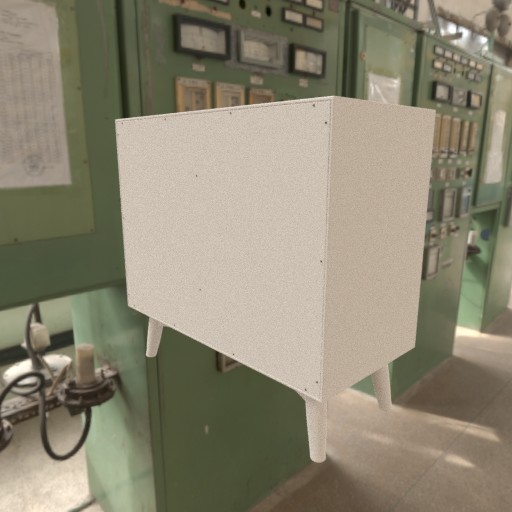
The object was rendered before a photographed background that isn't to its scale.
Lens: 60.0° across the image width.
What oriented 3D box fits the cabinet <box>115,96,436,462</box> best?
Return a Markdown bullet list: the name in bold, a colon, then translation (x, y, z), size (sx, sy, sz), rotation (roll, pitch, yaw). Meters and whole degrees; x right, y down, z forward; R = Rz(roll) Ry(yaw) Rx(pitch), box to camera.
- **cabinet**: translation (0.000, 0.000, 1.256), size (0.398, 0.761, 0.800), rotation (-12, 18, -42)
